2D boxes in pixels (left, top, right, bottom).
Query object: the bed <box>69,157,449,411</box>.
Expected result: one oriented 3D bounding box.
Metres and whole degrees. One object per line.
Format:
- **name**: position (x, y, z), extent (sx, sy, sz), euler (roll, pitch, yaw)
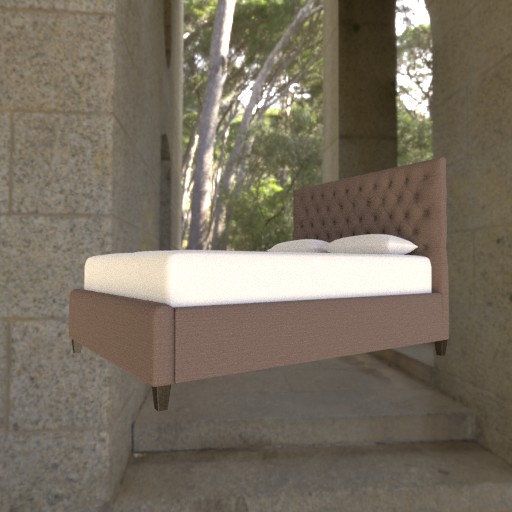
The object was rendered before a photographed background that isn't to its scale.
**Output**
- **bed**: position (0.000, 0.000, 3.247), extent (2.233, 1.426, 1.696), euler (1, -2, -35)
